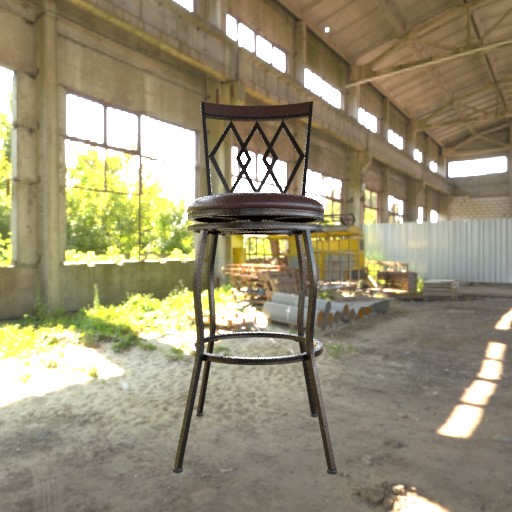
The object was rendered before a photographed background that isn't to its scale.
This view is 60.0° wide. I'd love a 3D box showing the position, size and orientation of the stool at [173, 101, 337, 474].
[{"bbox_3d":[0.000,0.000,1.411,0.432,1.134,0.521,0,0,1],"label":"stool"}]
